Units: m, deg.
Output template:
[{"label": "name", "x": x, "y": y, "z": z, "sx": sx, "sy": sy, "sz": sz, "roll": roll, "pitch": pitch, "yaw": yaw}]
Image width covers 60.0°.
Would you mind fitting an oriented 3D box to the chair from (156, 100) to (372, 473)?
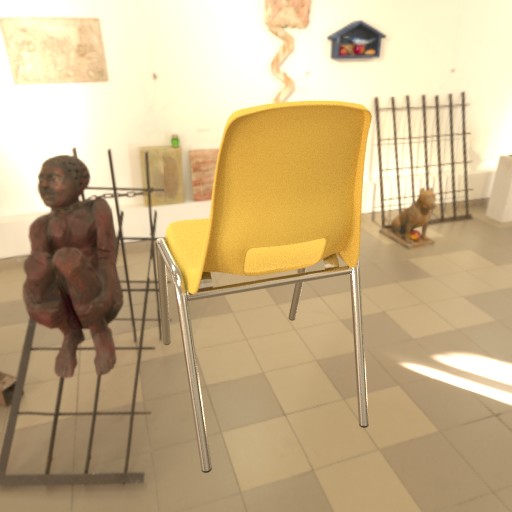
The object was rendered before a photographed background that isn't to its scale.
[{"label": "chair", "x": 0.000, "y": 0.000, "z": 0.917, "sx": 0.381, "sy": 0.653, "sz": 0.436, "roll": -8, "pitch": 27, "yaw": -17}]
